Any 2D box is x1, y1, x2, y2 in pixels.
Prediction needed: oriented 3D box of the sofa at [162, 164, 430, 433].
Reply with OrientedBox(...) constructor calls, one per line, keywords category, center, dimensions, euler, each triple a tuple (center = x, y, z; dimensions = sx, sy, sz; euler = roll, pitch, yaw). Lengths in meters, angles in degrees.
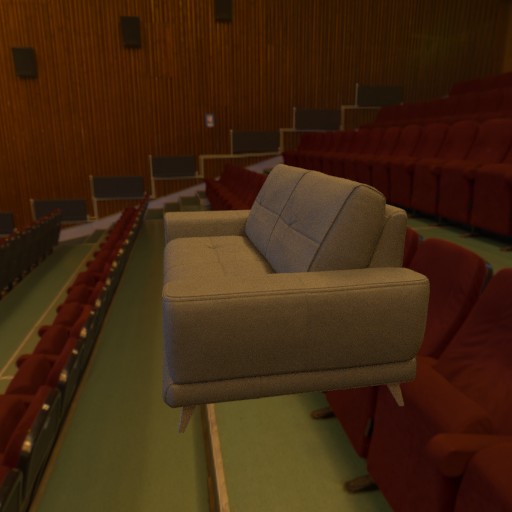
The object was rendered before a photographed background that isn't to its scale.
OrientedBox(category="sofa", center=(0.000, 0.000, 2.414), dimensions=(1.018, 0.907, 1.806), euler=(-3, 15, -11))
